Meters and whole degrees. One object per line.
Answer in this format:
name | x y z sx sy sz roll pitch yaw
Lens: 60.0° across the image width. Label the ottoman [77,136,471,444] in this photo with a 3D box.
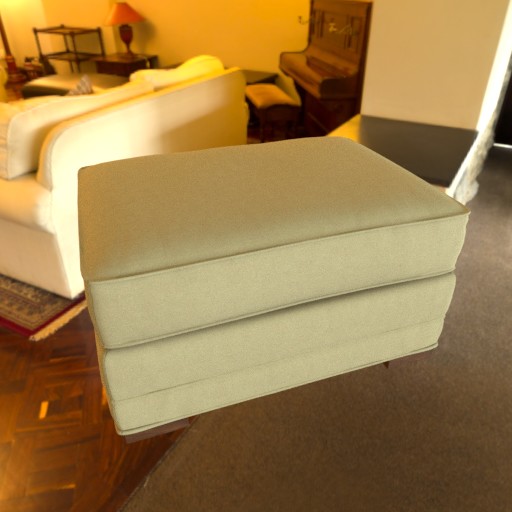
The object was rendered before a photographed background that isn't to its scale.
ottoman | 0.000 0.000 1.184 0.848 0.482 0.611 -11 34 -16
